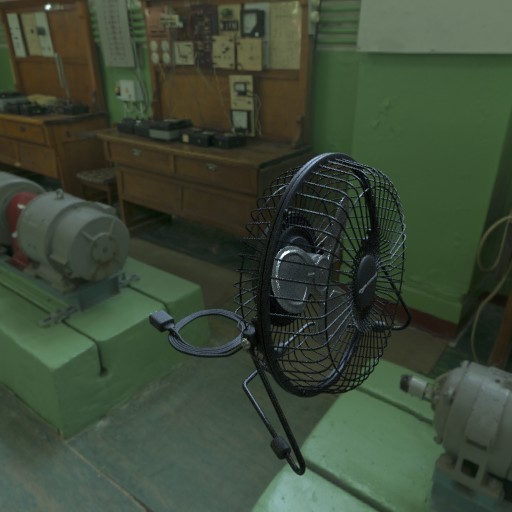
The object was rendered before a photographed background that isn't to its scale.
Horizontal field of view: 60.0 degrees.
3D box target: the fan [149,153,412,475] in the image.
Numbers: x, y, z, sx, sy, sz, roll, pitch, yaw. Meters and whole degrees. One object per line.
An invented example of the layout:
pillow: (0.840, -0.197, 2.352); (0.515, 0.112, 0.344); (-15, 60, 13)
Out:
fan: (0.000, 0.000, 0.377); (0.227, 0.188, 0.209); (17, 30, 32)
